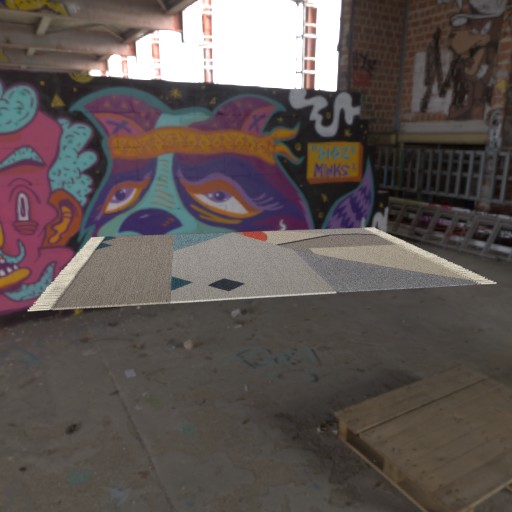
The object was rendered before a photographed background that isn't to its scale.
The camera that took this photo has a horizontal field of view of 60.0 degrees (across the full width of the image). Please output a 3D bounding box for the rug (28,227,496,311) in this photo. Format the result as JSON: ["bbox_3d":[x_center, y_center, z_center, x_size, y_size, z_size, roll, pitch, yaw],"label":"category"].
[{"bbox_3d":[0.000,0.000,2.266,1.828,0.005,1.220,-2,15,-9],"label":"rug"}]
